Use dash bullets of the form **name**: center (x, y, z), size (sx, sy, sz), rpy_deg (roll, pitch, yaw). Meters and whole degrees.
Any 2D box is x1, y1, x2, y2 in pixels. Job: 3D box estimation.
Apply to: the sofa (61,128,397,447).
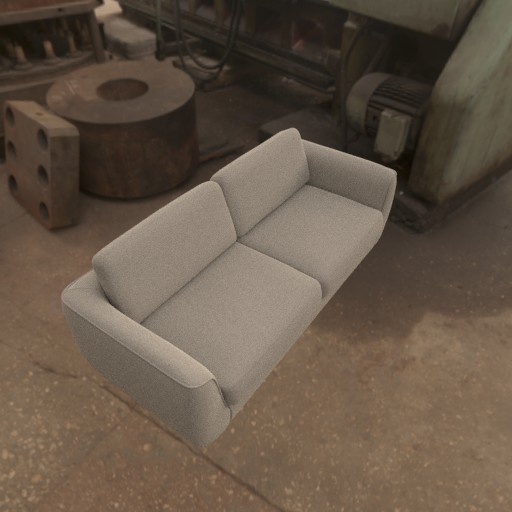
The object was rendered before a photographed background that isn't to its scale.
- **sofa**: center (0.000, 0.000, 2.536), size (0.920, 0.850, 2.000), rpy_deg (25, 47, 26)
